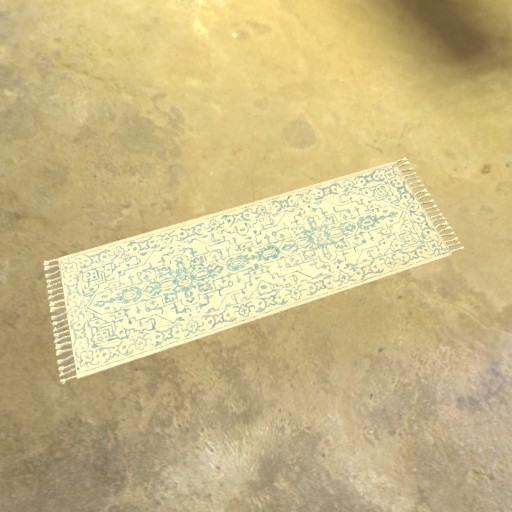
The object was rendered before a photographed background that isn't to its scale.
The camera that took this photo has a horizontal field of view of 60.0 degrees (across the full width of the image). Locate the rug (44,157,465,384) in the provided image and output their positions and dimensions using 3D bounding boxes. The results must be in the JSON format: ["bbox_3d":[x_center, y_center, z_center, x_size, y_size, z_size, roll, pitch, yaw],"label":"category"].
[{"bbox_3d":[0.000,0.000,2.685,2.449,0.011,0.774,-17,64,-9],"label":"rug"}]
